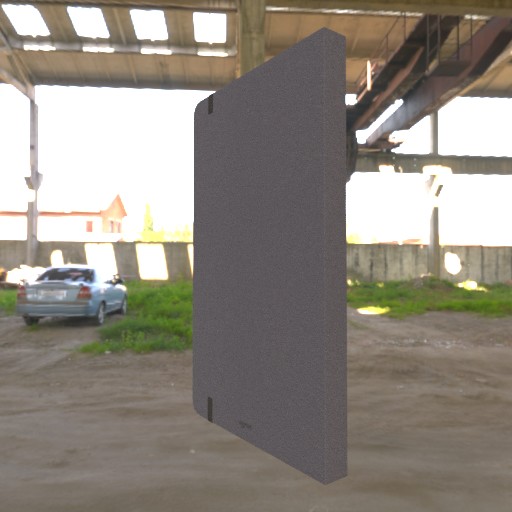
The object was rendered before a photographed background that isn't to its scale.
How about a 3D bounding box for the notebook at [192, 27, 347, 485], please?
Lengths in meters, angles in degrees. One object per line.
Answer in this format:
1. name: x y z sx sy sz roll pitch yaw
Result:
1. notebook: 0.000 0.000 0.260 0.016 0.213 0.127 1 -1 -37
